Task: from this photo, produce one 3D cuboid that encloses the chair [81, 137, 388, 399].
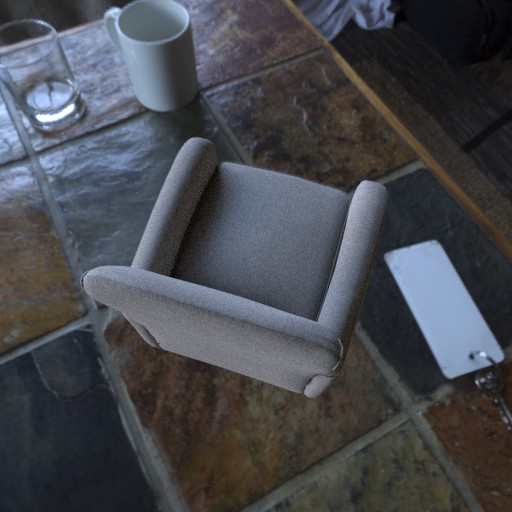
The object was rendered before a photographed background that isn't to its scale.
[{"bbox_3d":[0.000,0.000,1.657,0.848,1.014,0.864,16,65,8],"label":"chair"}]
